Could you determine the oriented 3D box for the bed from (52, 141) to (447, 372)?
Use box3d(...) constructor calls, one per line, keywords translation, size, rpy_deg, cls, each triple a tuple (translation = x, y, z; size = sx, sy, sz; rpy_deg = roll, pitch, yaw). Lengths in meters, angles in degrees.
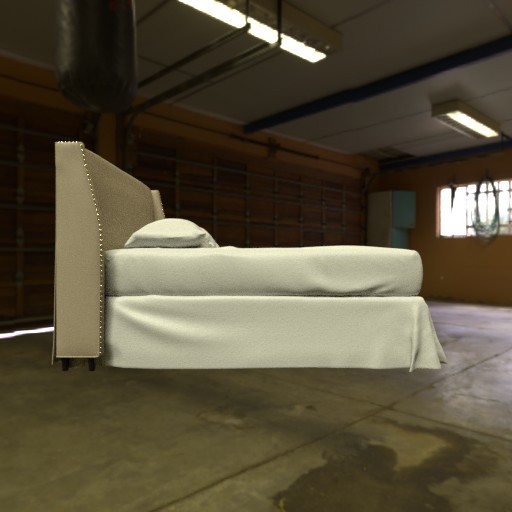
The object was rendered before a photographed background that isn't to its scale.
box3d(translation=(0.000, 0.000, 3.429), size=(2.276, 1.332, 1.925), rpy_deg=(0, 0, 1), cls="bed")
